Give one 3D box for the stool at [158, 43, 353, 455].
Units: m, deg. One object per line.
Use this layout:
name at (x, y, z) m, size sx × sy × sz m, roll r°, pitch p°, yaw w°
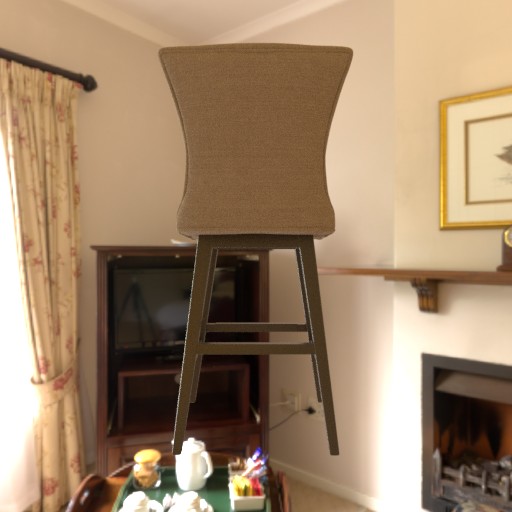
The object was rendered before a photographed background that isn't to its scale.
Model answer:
stool at (0.000, 0.000, 1.384) m, size 0.514 × 1.086 × 0.574 m, roll 0°, pitch 0°, yaw 0°
